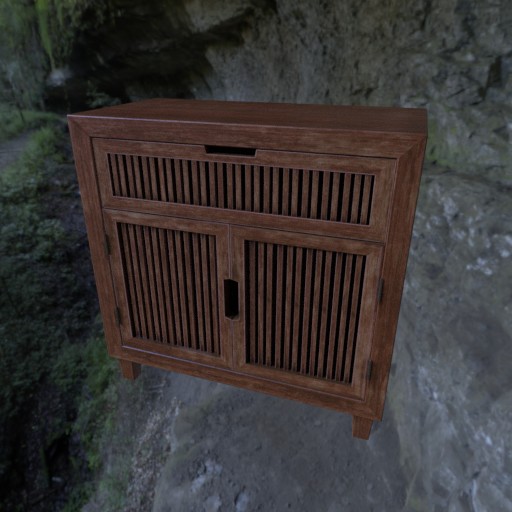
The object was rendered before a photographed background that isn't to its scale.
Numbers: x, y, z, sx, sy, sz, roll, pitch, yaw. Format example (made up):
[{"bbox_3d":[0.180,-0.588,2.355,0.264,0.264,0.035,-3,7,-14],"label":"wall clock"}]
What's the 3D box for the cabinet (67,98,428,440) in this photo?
[{"bbox_3d":[0.000,0.000,1.256,0.796,0.785,0.412,8,26,17],"label":"cabinet"}]
